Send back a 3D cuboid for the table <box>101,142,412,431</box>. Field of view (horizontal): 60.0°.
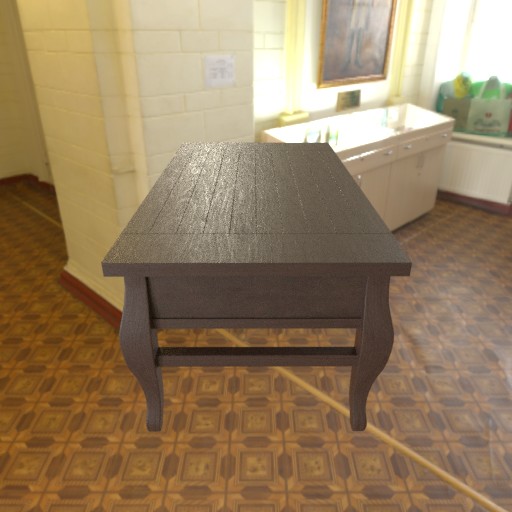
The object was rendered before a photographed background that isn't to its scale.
[{"bbox_3d":[0.000,0.000,1.415,0.600,0.494,1.062,0,26,0],"label":"table"}]
